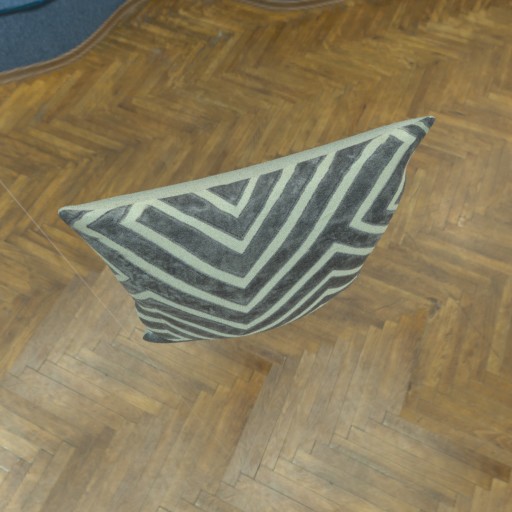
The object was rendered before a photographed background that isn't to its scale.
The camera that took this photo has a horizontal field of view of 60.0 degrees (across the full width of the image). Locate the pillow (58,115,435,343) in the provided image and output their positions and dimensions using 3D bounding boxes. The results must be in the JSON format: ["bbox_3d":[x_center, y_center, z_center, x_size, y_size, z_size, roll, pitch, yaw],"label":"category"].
[{"bbox_3d":[0.000,0.000,0.665,0.440,0.441,0.182,-16,64,-8],"label":"pillow"}]
